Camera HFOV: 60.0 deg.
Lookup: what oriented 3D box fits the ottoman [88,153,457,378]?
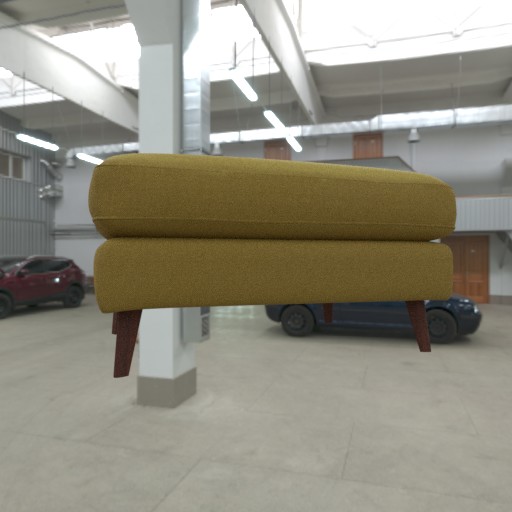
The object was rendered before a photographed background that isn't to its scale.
[{"bbox_3d":[0.000,0.000,1.164,0.811,0.449,0.608,0,0,-18],"label":"ottoman"}]
